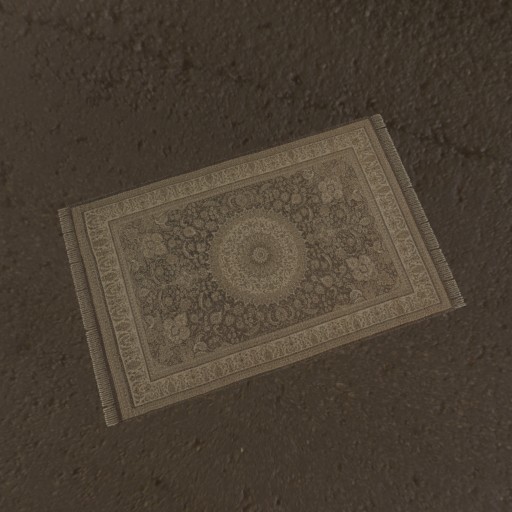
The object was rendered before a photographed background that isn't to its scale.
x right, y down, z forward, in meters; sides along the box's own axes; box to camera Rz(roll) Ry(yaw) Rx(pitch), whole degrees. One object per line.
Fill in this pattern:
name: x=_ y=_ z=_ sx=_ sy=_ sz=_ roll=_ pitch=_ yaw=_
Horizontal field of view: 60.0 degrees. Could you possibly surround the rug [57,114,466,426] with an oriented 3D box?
rug: x=0.000 y=0.000 z=3.026 sx=2.440 sy=0.010 sz=1.528 roll=-18 pitch=76 yaw=-5
